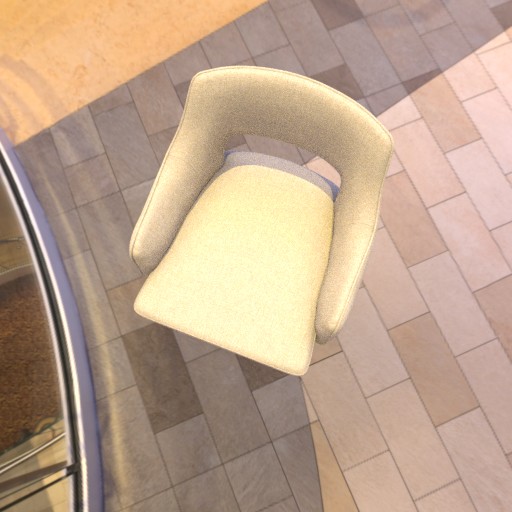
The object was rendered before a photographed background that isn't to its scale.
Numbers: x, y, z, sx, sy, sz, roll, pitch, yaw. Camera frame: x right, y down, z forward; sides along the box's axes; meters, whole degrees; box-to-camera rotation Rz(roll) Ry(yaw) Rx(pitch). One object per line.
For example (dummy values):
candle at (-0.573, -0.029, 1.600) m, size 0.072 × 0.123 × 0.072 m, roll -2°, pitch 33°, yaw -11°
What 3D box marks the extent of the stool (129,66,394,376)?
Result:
stool at (0.000, 0.000, 1.279) m, size 0.550 × 0.936 × 0.560 m, roll 20°, pitch 76°, yaw 5°
